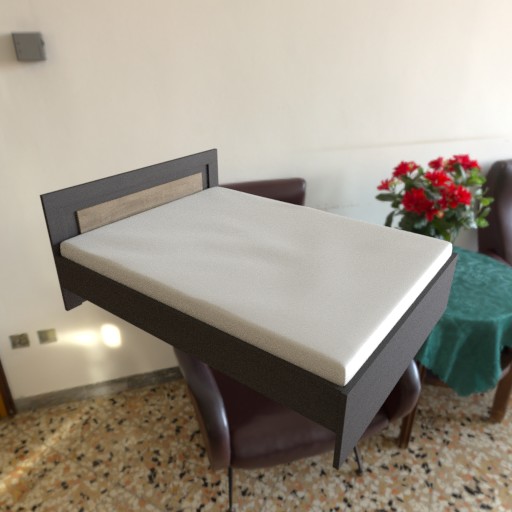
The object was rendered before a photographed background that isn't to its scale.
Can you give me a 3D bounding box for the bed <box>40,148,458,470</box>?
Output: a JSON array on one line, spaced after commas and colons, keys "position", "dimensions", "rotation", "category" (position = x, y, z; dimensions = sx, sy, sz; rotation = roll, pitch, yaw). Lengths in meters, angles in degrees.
[{"position": [0.000, 0.000, 2.851], "dimensions": [2.073, 0.823, 1.585], "rotation": [18, 31, 33], "category": "bed"}]
